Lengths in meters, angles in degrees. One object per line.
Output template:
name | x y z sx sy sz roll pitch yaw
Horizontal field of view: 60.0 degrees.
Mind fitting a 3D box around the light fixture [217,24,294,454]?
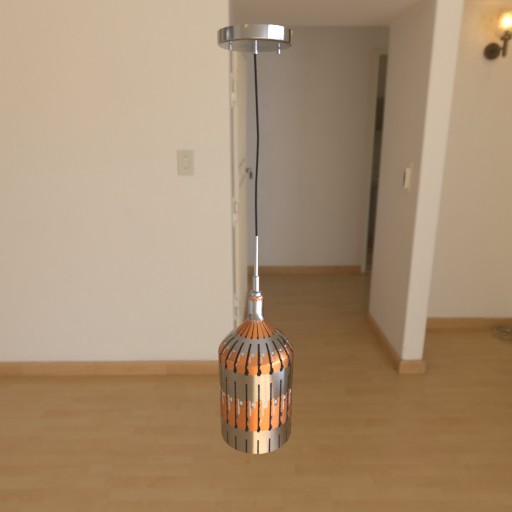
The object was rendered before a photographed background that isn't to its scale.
light fixture | 0.000 0.000 1.675 0.303 1.535 0.303 0 16 0
